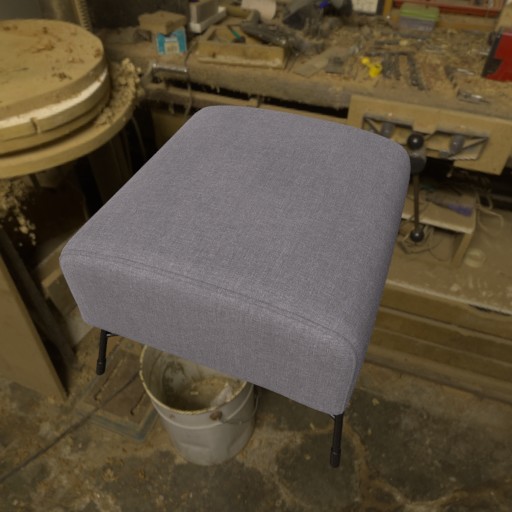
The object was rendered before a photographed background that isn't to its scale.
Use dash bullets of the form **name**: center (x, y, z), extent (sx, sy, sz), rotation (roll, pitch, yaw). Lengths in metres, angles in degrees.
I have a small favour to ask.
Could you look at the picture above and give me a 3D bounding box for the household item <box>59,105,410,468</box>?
- **household item**: center (0.000, 0.000, 0.900), extent (0.530, 0.410, 0.530), rotation (16, 48, 15)
